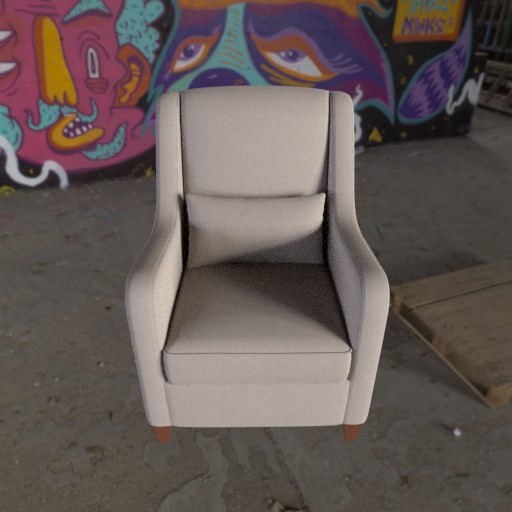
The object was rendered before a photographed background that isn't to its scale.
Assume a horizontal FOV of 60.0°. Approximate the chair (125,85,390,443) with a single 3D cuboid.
[{"bbox_3d":[0.000,0.000,1.572,0.715,1.010,0.863,0,31,-1],"label":"chair"}]
